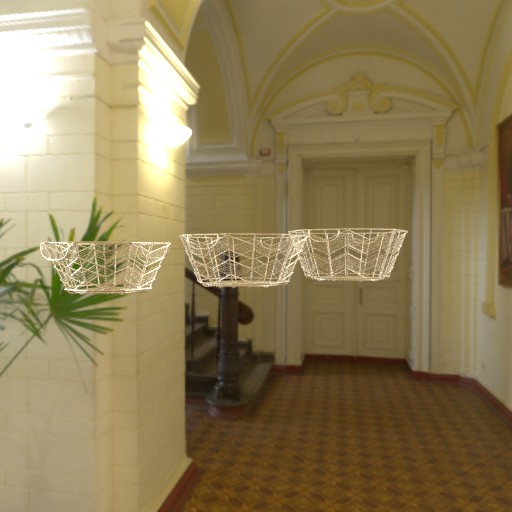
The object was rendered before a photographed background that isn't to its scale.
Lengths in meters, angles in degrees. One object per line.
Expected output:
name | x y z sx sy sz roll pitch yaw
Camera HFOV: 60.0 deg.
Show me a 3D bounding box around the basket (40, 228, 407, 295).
basket | 0.000 0.000 1.405 1.246 0.178 0.432 -1 1 -35
